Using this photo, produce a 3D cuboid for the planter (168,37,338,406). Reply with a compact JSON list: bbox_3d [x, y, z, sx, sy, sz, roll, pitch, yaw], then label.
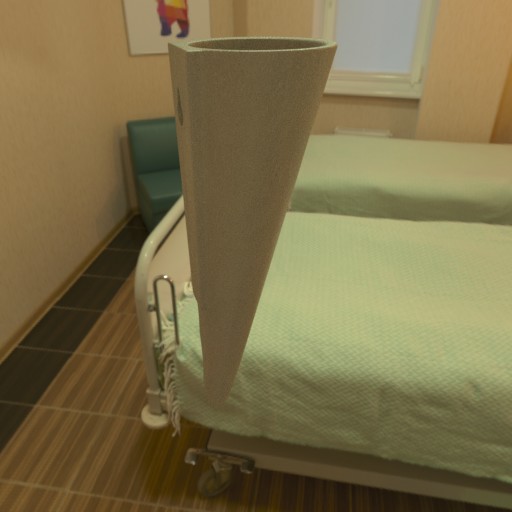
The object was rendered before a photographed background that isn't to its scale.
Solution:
[{"bbox_3d":[0.000,0.000,0.220,0.064,0.191,0.057,-11,32,-17],"label":"planter"}]
